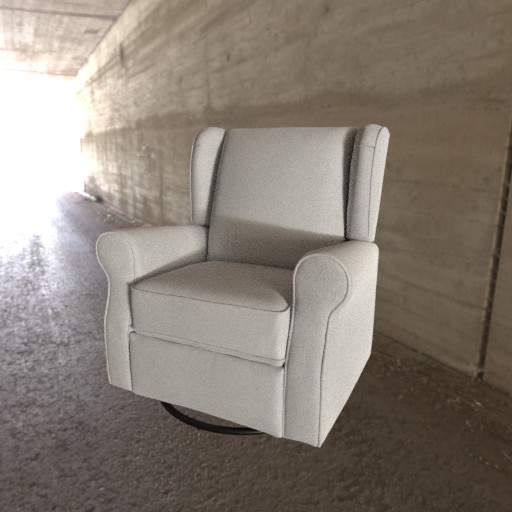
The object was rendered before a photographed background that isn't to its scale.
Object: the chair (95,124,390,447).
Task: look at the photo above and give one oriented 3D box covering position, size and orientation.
[{"bbox_3d":[0.000,0.000,1.679,0.906,0.967,0.854,7,16,25],"label":"chair"}]
